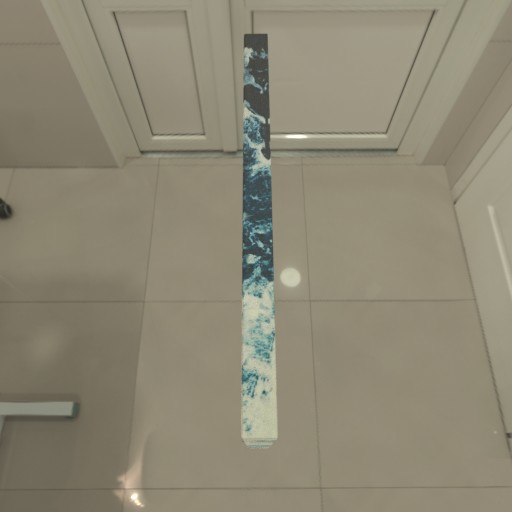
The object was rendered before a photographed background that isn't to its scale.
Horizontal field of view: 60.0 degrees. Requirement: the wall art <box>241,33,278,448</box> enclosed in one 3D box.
[{"bbox_3d":[0.000,0.000,0.775,0.043,0.407,0.609,0,65,0],"label":"wall art"}]
